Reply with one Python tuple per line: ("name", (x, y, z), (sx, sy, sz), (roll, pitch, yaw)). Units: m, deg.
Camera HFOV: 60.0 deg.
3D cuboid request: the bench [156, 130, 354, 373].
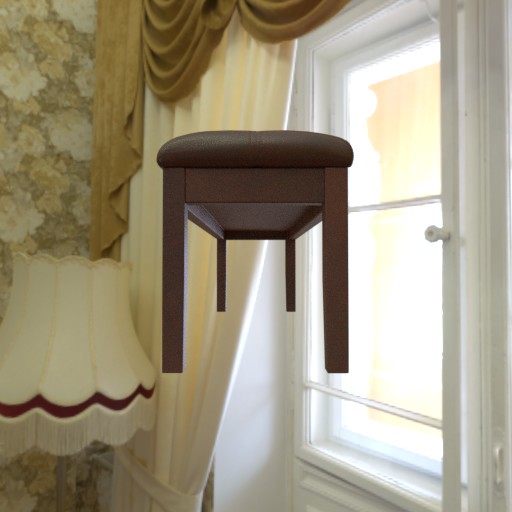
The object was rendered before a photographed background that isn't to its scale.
("bench", (0.000, 0.000, 1.487), (0.401, 0.491, 1.259), (0, -1, 0))
